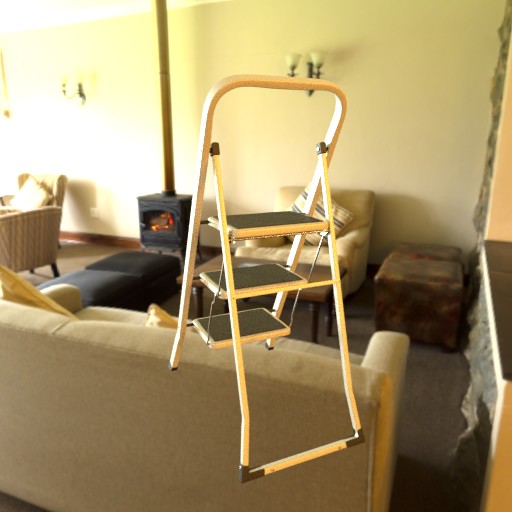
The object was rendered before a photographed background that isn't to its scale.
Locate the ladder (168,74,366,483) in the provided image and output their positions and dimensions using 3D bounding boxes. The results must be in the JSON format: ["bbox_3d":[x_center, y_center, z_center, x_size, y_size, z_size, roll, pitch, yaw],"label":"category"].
[{"bbox_3d":[0.000,0.000,1.441,0.460,1.050,0.711,-7,16,-24],"label":"ladder"}]
